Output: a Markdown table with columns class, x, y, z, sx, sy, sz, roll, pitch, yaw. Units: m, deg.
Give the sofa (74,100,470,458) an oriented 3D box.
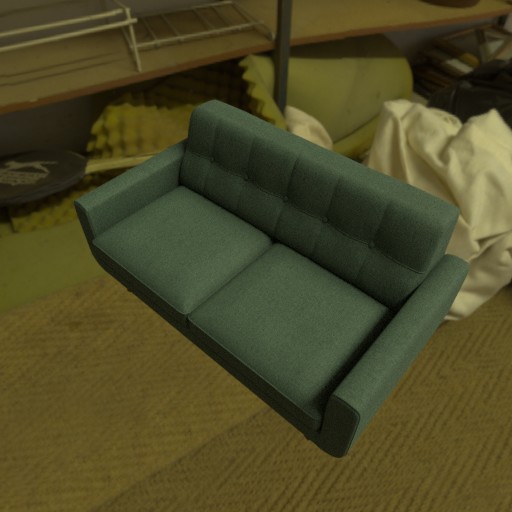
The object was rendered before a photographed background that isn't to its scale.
| class | x | y | z | sx | sy | sz | roll | pitch | yaw |
| --- | --- | --- | --- | --- | --- | --- | --- | --- | --- |
| sofa | 0.000 | 0.000 | 2.102 | 1.631 | 0.841 | 0.909 | 32 | 54 | 27 |
